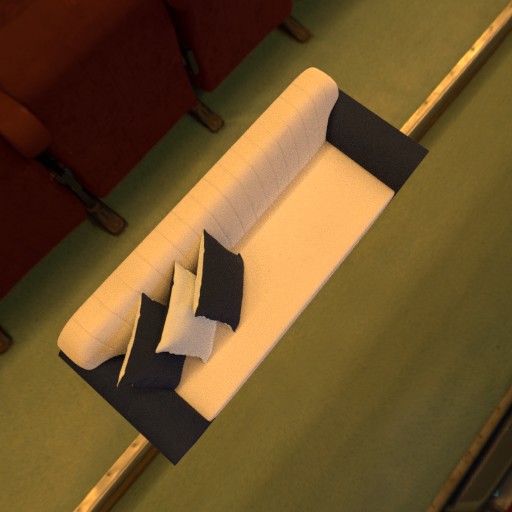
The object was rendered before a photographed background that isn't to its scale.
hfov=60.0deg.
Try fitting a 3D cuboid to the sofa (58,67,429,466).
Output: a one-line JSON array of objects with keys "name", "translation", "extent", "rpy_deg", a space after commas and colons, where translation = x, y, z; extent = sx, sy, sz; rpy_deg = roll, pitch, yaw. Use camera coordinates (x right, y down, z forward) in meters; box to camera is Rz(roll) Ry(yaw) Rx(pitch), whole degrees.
[{"name": "sofa", "translation": [0.000, 0.000, 2.375], "extent": [0.749, 0.789, 2.006], "rpy_deg": [39, 78, 10]}]
